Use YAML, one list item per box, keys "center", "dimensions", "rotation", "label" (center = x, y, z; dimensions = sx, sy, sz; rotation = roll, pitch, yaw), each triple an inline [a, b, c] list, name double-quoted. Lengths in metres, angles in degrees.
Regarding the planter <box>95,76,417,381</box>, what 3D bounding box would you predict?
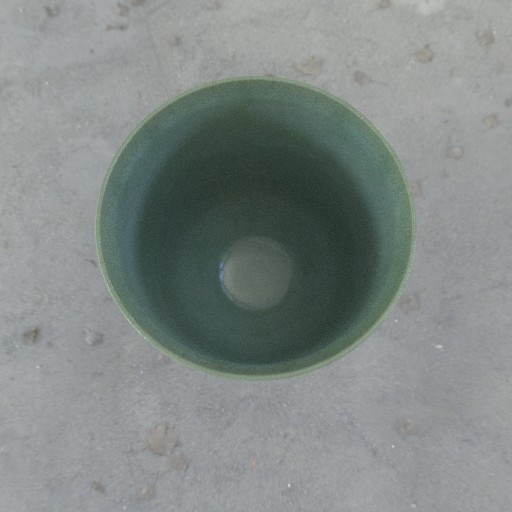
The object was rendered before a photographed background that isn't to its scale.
- center: [0.000, 0.000, 0.495]
  dimensions: [0.266, 0.270, 0.266]
  rotation: [0, 75, 0]
  label: "planter"
